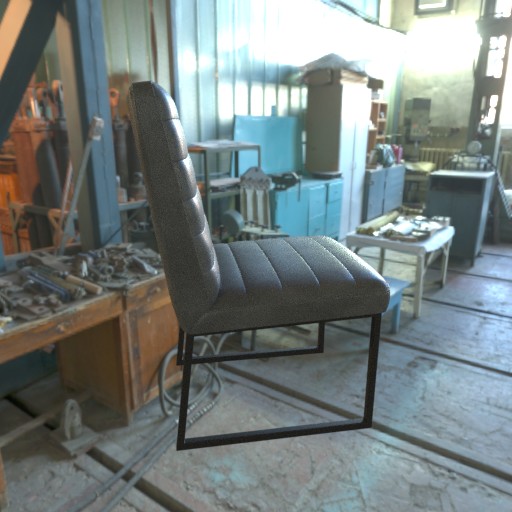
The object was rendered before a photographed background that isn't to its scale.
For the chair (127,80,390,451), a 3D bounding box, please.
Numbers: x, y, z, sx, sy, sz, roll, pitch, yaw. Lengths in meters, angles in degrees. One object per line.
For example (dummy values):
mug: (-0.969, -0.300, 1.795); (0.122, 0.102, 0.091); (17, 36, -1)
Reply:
chair: (0.000, 0.000, 1.314); (0.634, 0.930, 0.520); (-3, 17, -9)
